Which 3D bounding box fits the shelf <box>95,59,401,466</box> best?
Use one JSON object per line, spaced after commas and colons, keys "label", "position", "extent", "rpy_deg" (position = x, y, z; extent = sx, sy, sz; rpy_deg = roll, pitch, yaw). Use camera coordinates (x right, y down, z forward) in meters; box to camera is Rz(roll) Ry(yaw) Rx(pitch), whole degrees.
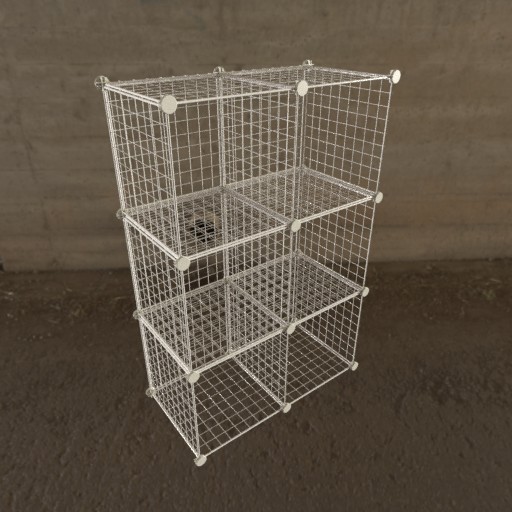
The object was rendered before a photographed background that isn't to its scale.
{"label": "shelf", "position": [0.000, 0.000, 1.388], "extent": [0.711, 1.067, 0.356], "rpy_deg": [-20, 35, -32]}
